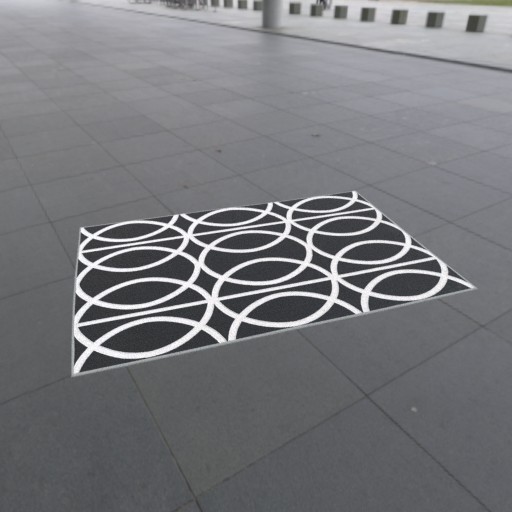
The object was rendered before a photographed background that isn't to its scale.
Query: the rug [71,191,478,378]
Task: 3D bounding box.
[{"bbox_3d":[0.000,0.000,2.950,2.290,0.014,1.526,-9,33,-15],"label":"rug"}]
